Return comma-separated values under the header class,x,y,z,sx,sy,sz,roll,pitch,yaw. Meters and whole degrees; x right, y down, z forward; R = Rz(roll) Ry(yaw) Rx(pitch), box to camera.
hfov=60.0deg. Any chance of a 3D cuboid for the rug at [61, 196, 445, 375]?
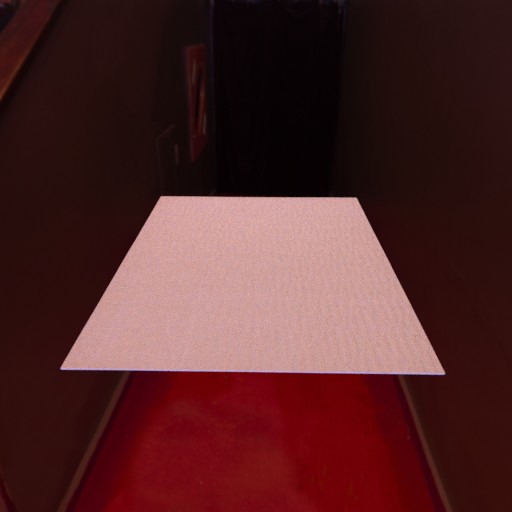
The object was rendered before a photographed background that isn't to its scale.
class,x,y,z,sx,sy,sz,roll,pitch,yaw
rug,0.000,0.000,4.112,2.410,0.021,3.055,1,28,1
